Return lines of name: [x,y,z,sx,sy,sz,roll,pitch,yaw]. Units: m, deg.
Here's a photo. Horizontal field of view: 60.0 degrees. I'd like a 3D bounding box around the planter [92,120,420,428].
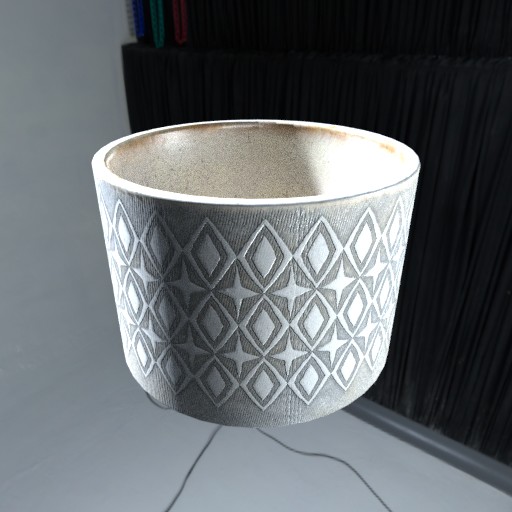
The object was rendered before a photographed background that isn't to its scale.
planter: [0.000,0.000,0.297,0.186,0.144,0.186,0,27,0]
